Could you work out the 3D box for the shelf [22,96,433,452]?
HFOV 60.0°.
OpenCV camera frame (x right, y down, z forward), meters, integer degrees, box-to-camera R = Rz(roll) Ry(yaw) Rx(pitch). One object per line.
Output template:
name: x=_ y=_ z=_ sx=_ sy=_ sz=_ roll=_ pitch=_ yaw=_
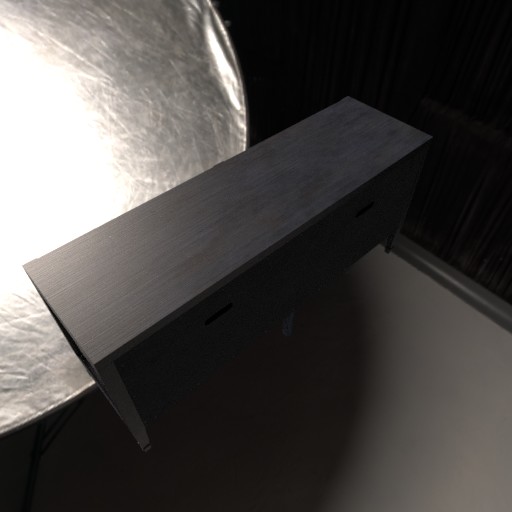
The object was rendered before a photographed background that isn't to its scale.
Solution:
shelf: x=0.000 y=0.000 z=1.896 sx=1.575 sy=0.719 sz=0.479 roll=-34 pitch=56 yaw=-27
